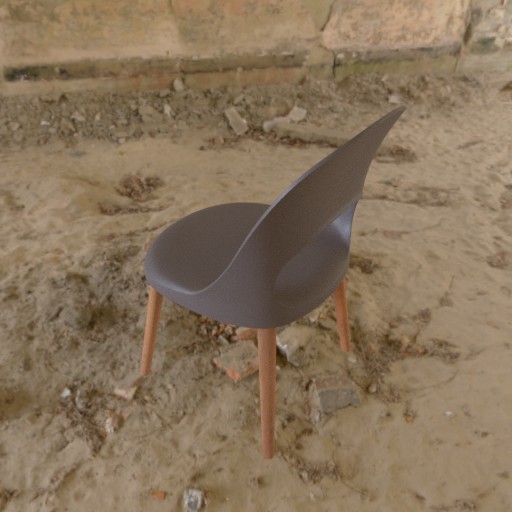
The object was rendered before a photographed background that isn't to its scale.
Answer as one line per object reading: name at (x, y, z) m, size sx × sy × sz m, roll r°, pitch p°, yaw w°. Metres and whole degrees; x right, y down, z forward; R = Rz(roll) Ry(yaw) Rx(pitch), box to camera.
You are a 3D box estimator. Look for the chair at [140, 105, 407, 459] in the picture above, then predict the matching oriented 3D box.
chair at (0.000, 0.000, 1.108) m, size 0.556 × 0.794 × 0.470 m, roll 22°, pitch 39°, yaw 29°
